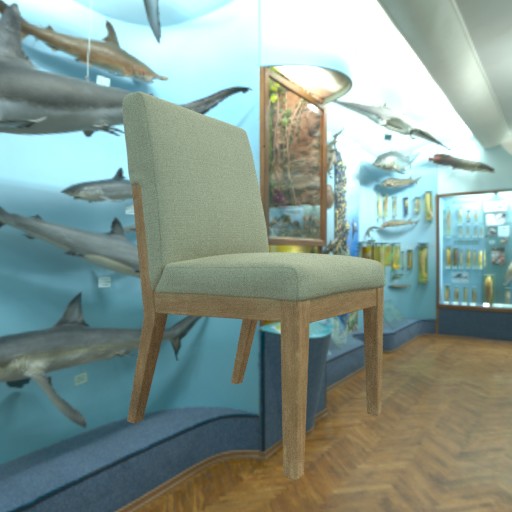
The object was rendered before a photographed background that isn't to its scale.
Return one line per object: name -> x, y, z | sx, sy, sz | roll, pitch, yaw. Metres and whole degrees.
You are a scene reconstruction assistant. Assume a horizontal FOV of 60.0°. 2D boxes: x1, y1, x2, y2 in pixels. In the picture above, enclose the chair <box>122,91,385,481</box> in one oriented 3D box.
chair -> 0.000, 0.000, 1.251 | 0.586, 0.911, 0.507 | 0, 1, 36
